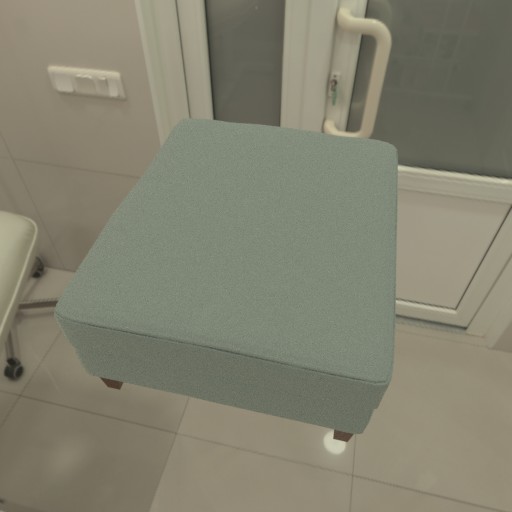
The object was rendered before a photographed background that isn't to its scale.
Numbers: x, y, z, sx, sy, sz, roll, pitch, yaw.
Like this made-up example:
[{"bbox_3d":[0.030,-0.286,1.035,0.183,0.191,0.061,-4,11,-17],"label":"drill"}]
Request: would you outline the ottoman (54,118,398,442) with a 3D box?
[{"bbox_3d":[0.000,0.000,1.483,0.842,0.494,0.991,10,47,9],"label":"ottoman"}]
